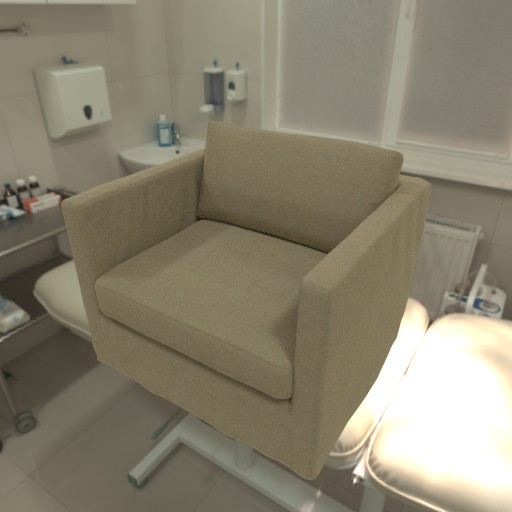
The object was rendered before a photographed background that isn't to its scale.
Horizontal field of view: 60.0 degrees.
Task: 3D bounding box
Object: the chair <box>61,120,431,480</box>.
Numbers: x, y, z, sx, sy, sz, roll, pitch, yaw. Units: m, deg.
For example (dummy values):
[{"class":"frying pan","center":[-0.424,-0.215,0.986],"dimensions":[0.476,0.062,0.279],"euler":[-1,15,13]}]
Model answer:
[{"class":"chair","center":[0.000,0.000,1.742],"dimensions":[1.057,0.863,0.949],"euler":[18,34,28]}]
